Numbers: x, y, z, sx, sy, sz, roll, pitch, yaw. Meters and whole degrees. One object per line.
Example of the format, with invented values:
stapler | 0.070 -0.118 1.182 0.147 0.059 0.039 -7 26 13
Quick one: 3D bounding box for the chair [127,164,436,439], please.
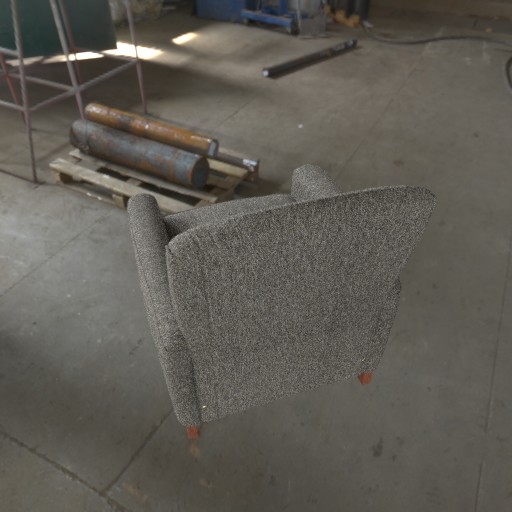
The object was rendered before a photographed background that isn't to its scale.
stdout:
chair | 0.000 0.000 1.624 0.848 1.014 0.864 -12 43 -14
